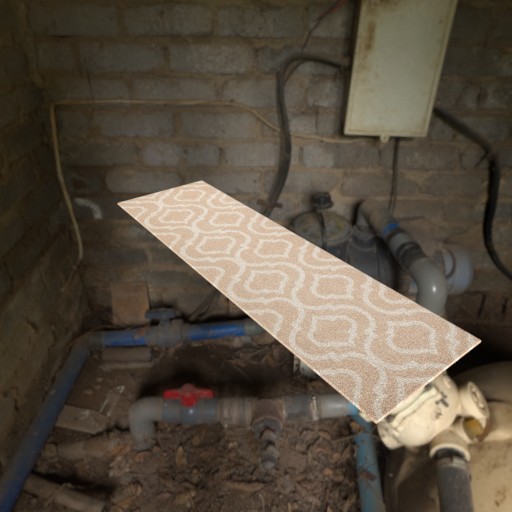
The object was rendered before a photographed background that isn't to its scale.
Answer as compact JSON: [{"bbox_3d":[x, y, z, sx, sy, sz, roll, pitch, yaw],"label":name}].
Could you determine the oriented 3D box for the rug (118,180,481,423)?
[{"bbox_3d":[0.000,0.000,2.501,0.691,0.013,2.289,-22,38,-31],"label":"rug"}]
